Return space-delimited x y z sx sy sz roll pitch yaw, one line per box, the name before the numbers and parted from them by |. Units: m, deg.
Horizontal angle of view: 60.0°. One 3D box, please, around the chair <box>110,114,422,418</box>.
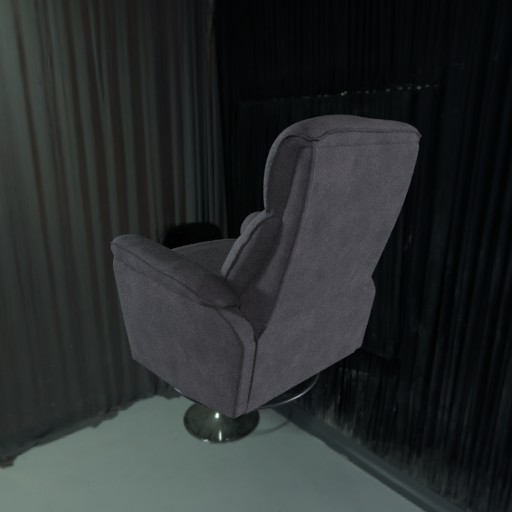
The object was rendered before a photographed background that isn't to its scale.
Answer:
chair | 0.000 0.000 1.733 0.830 1.035 1.009 -15 22 -41
